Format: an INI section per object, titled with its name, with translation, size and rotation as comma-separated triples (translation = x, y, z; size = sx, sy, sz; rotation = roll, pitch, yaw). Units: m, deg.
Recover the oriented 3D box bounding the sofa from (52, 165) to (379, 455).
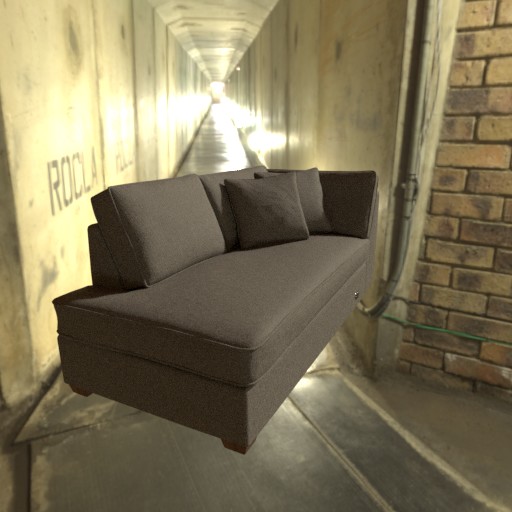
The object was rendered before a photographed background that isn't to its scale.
[sofa]
translation = 0.000, 0.000, 2.811
size = 1.110, 1.033, 2.237
rotation = 8, 18, 26
